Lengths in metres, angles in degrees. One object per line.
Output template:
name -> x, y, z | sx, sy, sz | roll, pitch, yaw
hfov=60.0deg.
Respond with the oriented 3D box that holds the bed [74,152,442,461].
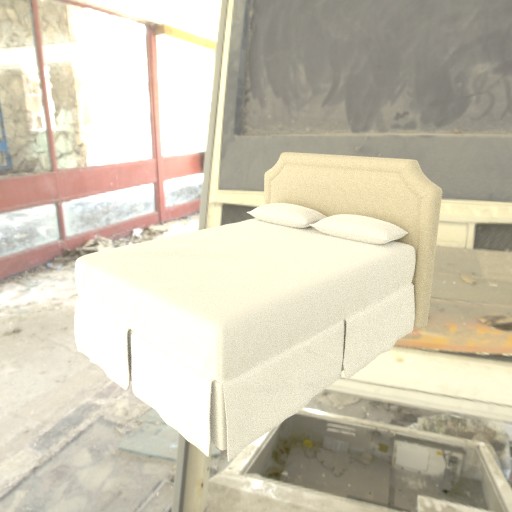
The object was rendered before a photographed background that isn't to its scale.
bed -> 0.000, 0.000, 3.131 | 1.693, 1.290, 2.116 | 16, 23, 42
